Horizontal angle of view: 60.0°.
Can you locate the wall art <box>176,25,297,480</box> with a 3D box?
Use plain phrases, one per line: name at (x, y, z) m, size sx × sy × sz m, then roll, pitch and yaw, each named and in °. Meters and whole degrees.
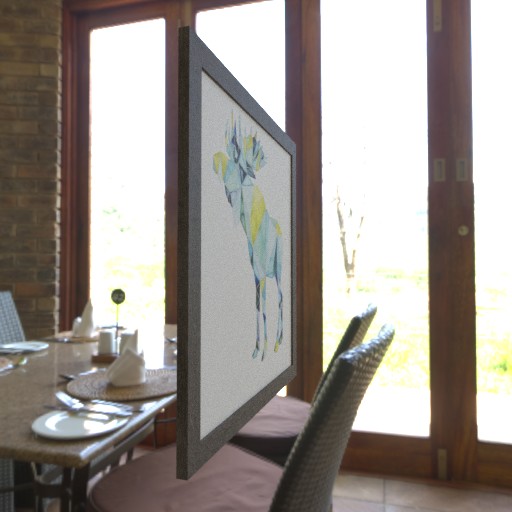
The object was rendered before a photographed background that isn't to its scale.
wall art at (0.000, 0.000, 0.663) m, size 0.013 × 0.457 × 0.457 m, roll -1°, pitch -2°, yaw 19°
